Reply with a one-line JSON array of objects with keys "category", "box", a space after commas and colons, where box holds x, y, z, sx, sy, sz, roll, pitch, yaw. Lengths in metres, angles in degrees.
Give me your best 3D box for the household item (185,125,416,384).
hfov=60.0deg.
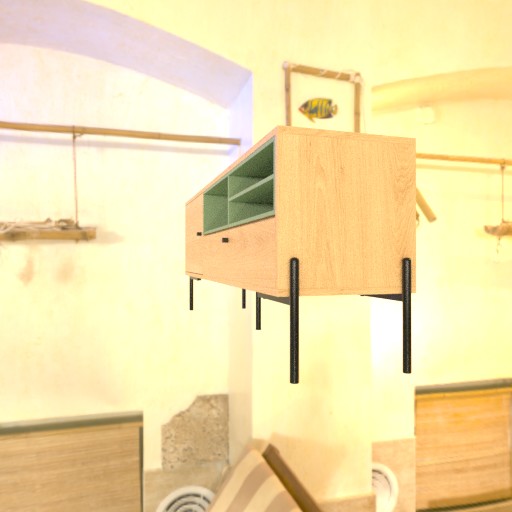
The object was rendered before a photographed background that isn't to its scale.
[{"category": "household item", "box": [0.000, 0.000, 1.804, 0.400, 0.600, 1.550, 0, 0, -17]}]
